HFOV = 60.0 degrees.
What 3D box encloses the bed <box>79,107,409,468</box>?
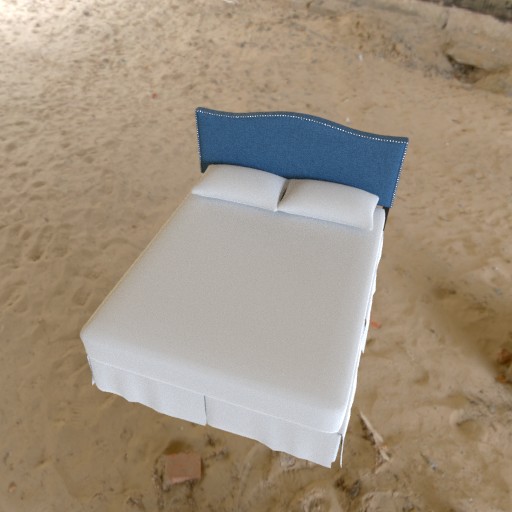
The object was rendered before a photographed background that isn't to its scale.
[{"bbox_3d":[0.000,0.000,2.892,1.610,1.169,1.872,13,44,14],"label":"bed"}]
